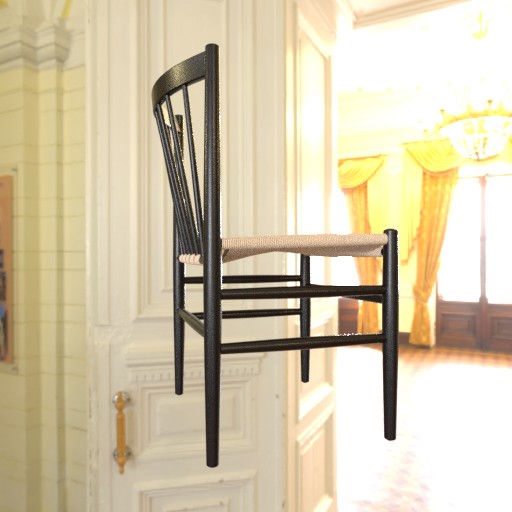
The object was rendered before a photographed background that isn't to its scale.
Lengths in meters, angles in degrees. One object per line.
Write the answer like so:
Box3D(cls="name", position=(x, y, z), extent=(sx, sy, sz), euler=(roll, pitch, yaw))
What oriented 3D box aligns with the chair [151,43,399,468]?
Box3D(cls="chair", position=(0.000, 0.000, 1.127), extent=(0.516, 0.818, 0.495), euler=(0, 0, -18))
